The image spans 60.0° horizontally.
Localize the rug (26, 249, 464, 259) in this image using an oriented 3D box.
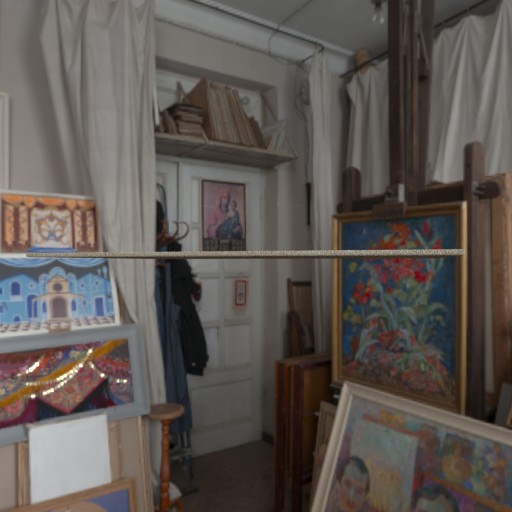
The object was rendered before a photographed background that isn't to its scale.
[{"bbox_3d":[0.000,0.000,2.936,2.346,0.025,1.500,0,-1,19],"label":"rug"}]
